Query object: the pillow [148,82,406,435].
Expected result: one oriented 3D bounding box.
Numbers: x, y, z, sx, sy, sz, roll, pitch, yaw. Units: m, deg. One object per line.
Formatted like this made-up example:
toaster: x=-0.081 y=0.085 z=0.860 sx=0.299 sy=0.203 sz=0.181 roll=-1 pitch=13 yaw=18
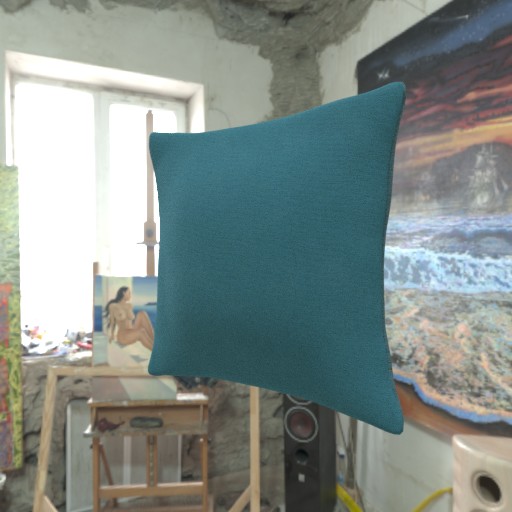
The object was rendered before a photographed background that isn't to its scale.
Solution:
pillow: x=0.000 y=0.000 z=0.644 sx=0.433 sy=0.415 sz=0.151 roll=1 pitch=2 yaw=35
